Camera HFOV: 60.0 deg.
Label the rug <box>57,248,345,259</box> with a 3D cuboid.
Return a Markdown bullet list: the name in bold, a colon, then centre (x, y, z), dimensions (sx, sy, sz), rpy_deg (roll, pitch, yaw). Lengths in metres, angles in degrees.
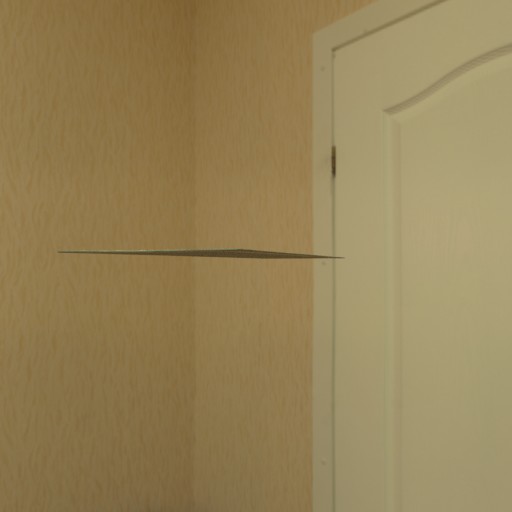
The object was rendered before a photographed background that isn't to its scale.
- **rug**: centre (0.000, 0.000, 2.503), dimensions (0.684, 0.009, 2.275), rpy_deg (0, -1, 19)
